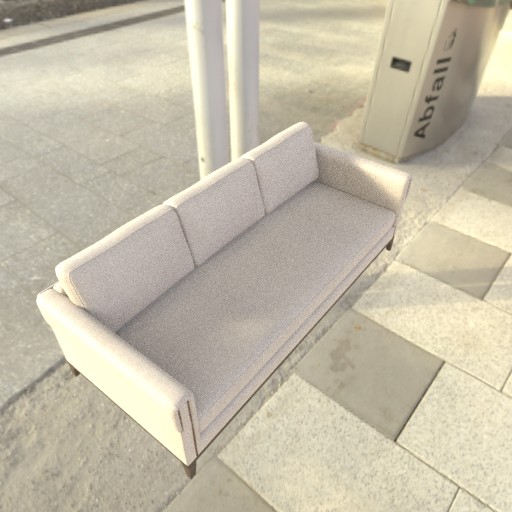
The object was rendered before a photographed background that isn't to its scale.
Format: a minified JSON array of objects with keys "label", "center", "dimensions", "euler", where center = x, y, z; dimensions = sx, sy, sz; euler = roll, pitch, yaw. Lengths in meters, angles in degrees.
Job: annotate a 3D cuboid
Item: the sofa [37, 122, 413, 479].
[{"label":"sofa","center":[0.000,0.000,2.680],"dimensions":[0.959,0.838,2.210],"euler":[27,48,28]}]
